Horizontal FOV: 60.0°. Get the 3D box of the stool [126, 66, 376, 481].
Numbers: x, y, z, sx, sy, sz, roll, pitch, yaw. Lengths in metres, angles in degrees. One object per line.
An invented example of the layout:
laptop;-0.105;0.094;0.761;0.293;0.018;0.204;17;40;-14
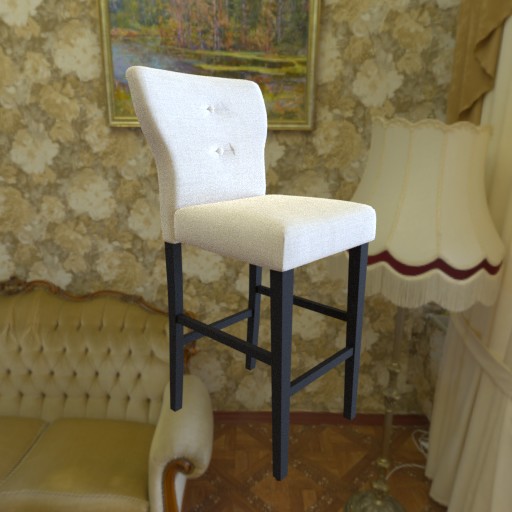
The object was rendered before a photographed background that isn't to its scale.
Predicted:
stool;0.000;0.000;1.409;0.603;1.124;0.516;14;21;41
